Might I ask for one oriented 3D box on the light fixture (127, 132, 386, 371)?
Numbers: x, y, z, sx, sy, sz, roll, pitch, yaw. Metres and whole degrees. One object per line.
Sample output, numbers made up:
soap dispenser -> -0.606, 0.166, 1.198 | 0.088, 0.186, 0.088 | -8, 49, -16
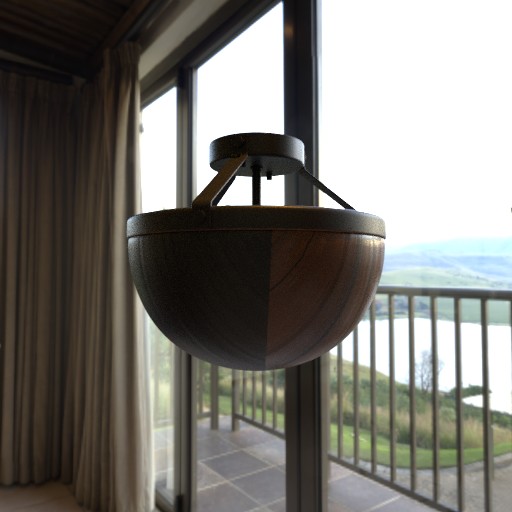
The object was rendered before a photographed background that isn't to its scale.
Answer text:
light fixture -> 0.000, 0.000, 0.539 | 0.304, 0.269, 0.304 | 0, -2, 0
